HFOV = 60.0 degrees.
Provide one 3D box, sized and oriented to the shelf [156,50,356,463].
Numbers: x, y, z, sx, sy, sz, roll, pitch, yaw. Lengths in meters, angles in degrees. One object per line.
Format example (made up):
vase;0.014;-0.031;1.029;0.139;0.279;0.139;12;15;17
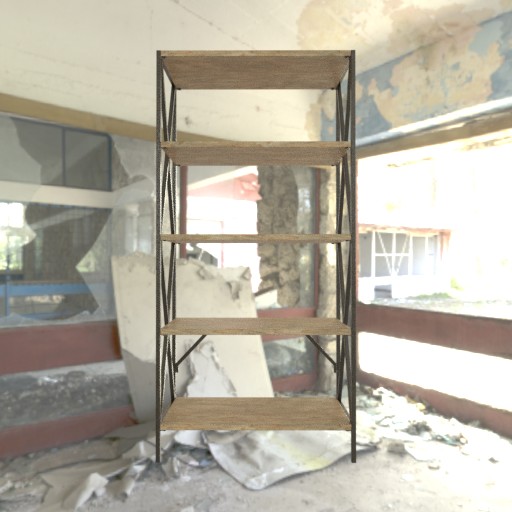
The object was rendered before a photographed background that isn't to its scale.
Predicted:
shelf;0.000;0.000;2.130;0.874;1.803;0.386;0;0;0
